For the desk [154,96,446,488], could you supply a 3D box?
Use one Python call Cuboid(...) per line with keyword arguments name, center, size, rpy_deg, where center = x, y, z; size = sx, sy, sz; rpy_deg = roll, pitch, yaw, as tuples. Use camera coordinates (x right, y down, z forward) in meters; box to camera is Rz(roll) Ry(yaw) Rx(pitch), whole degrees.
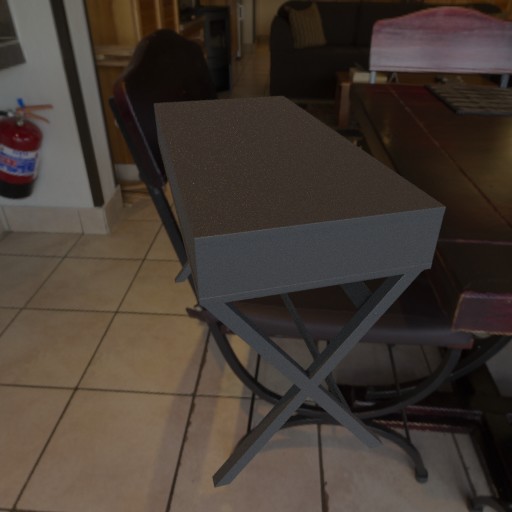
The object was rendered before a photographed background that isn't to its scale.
Cuboid(name="desk", center=(0.000, 0.000, 1.468), size=(0.504, 0.780, 1.057), rpy_deg=(-8, 32, -13))
